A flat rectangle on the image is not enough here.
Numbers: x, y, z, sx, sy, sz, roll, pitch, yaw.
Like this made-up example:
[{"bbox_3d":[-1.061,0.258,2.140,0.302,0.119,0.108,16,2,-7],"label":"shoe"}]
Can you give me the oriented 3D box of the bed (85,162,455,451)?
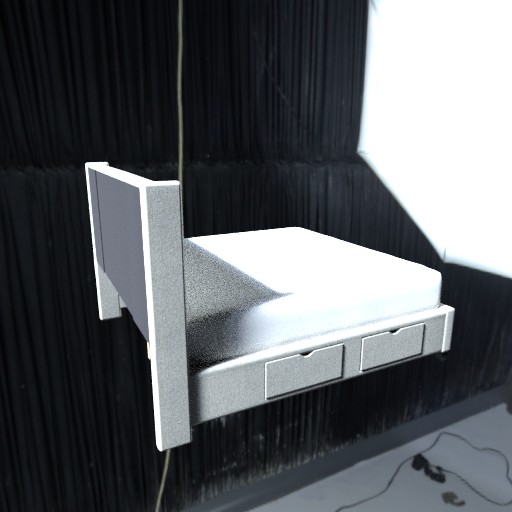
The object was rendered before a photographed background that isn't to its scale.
[{"bbox_3d":[0.000,0.000,3.656,2.280,1.470,2.140,-7,16,-26],"label":"bed"}]
